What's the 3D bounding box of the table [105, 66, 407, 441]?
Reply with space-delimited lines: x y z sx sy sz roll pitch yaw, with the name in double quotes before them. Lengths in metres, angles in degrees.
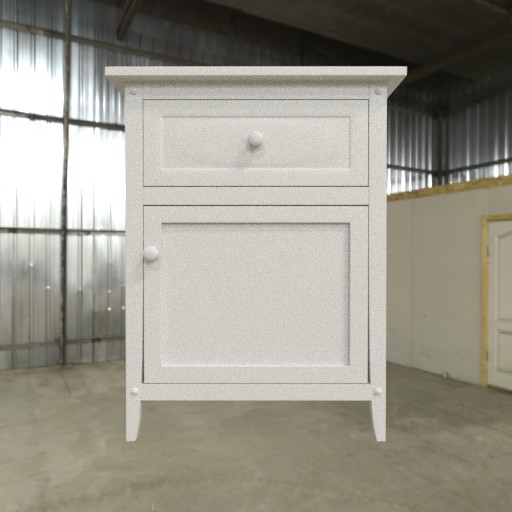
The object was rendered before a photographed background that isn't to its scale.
"table" 0.000 0.000 0.751 0.381 0.483 0.381 0 1 0
